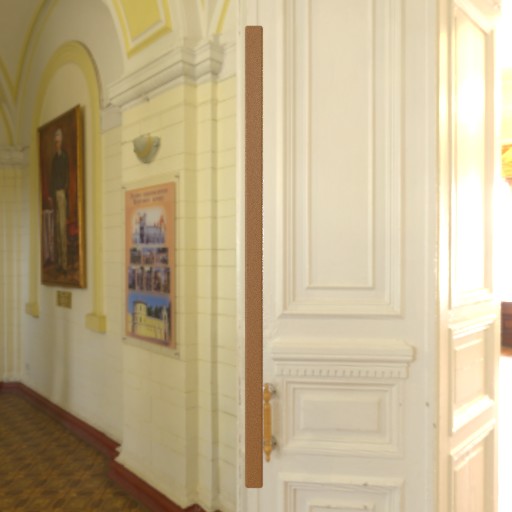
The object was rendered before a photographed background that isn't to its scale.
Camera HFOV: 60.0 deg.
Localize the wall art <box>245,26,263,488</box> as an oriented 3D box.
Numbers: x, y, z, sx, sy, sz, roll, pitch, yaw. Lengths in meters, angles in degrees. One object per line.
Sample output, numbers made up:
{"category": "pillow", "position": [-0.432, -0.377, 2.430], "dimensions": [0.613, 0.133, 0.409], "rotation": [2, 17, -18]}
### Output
{"category": "wall art", "position": [0.000, 0.000, 0.517], "dimensions": [0.015, 0.379, 0.310], "rotation": [0, 1, 1]}
